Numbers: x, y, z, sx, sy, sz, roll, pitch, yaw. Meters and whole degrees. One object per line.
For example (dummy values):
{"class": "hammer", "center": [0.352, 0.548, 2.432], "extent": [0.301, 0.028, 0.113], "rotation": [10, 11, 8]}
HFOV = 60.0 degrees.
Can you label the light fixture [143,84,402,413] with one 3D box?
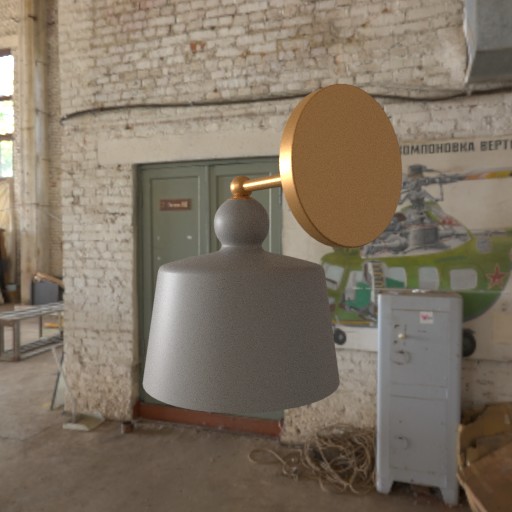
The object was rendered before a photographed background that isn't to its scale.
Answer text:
{"class": "light fixture", "center": [0.000, 0.000, 0.446], "extent": [0.204, 0.268, 0.254], "rotation": [-1, 2, -36]}
